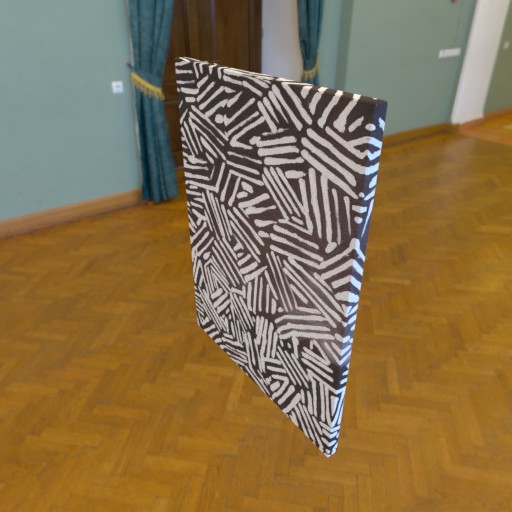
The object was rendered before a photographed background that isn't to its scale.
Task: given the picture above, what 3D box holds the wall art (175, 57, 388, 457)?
[{"bbox_3d":[0.000,0.000,1.325,0.038,1.017,0.765,-21,37,-31],"label":"wall art"}]
